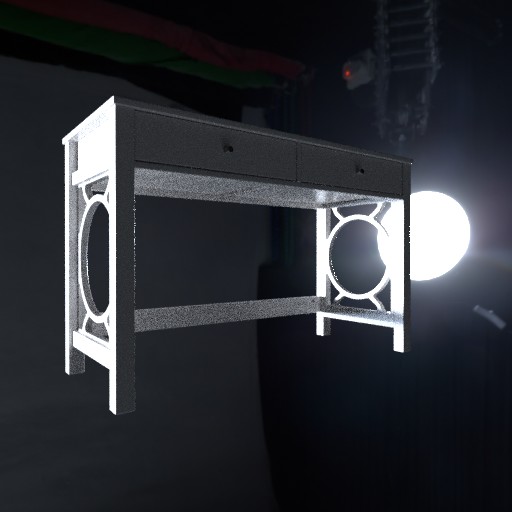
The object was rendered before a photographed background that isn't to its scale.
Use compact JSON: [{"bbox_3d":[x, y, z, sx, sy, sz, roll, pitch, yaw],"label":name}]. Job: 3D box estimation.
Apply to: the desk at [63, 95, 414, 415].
[{"bbox_3d":[0.000,0.000,1.592,1.191,0.762,0.504,0,0,-36],"label":"desk"}]
